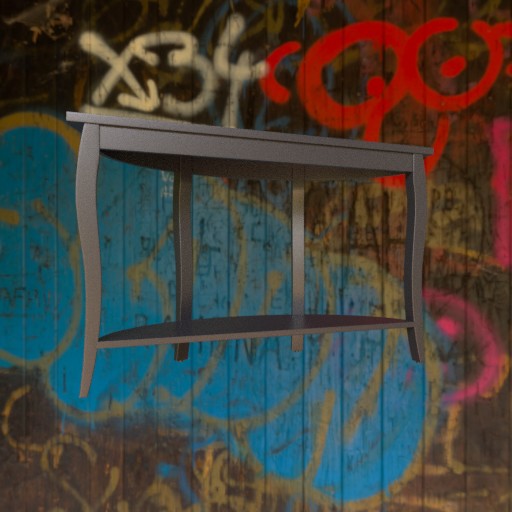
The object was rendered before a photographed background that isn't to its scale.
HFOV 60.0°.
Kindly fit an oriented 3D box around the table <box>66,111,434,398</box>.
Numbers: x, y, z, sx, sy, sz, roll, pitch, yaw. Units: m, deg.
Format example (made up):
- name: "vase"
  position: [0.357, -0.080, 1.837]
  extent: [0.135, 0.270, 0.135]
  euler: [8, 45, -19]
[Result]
- name: "table"
  position: [0.000, 0.000, 1.580]
  extent: [1.219, 0.780, 0.394]
  euler: [0, 0, -20]
